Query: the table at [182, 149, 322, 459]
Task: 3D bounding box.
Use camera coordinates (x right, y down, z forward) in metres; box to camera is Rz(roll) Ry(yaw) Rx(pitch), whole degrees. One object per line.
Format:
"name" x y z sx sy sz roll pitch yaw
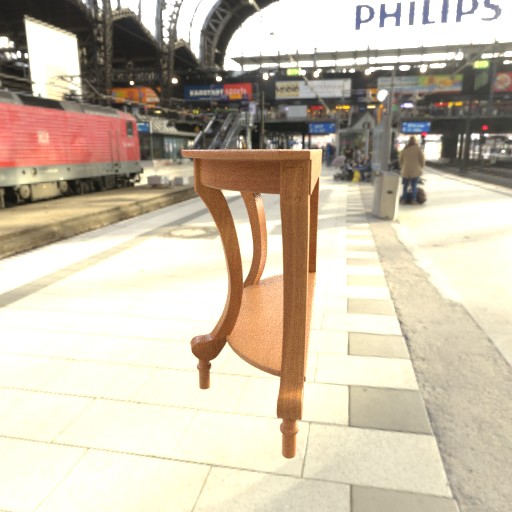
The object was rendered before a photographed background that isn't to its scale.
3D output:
"table" 0.000 0.000 1.485 0.394 0.692 1.198 2 14 9
